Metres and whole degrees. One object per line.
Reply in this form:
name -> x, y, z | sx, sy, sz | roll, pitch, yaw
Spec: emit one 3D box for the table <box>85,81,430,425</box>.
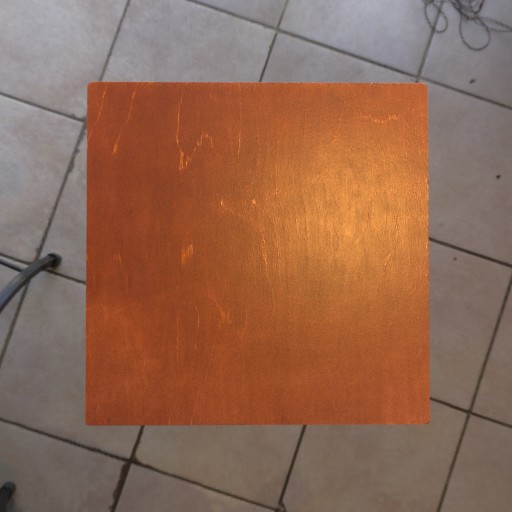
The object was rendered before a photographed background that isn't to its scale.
table -> 0.000, 0.000, 0.812 | 0.427, 0.520, 0.427 | 0, 89, -1
